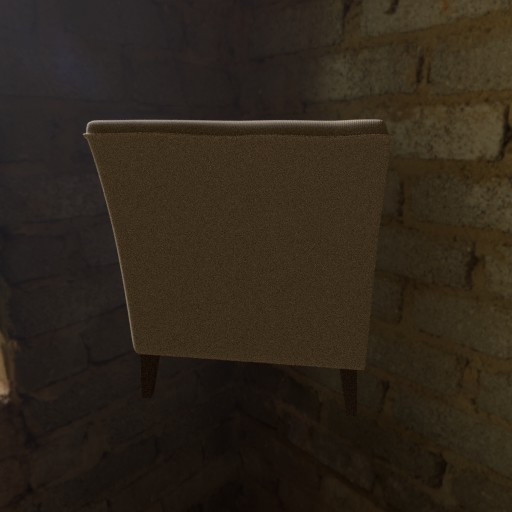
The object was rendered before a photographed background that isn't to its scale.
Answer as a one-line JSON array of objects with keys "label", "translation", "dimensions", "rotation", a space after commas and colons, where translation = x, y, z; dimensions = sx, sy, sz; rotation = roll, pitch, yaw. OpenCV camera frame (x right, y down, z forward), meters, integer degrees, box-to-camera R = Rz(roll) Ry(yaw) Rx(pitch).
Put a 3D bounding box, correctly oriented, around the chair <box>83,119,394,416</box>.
[{"label": "chair", "translation": [0.000, 0.000, 1.601], "dimensions": [0.780, 0.919, 0.899], "rotation": [2, 16, 8]}]
